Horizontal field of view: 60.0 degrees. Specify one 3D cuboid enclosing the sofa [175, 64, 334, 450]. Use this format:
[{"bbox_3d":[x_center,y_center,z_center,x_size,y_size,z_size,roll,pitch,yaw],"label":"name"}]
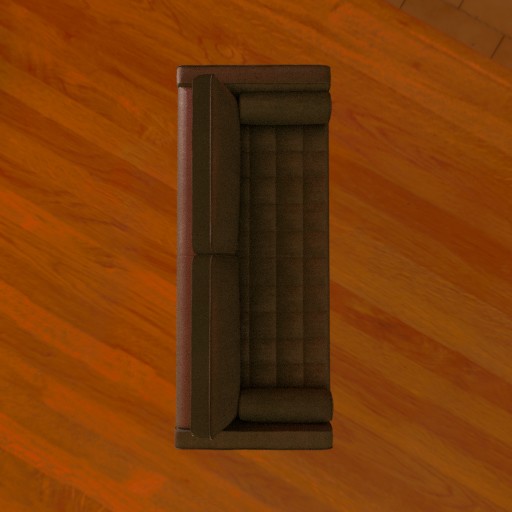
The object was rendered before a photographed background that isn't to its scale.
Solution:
[{"bbox_3d":[0.000,0.000,2.699,0.918,0.769,2.199,0,88,0],"label":"sofa"}]
